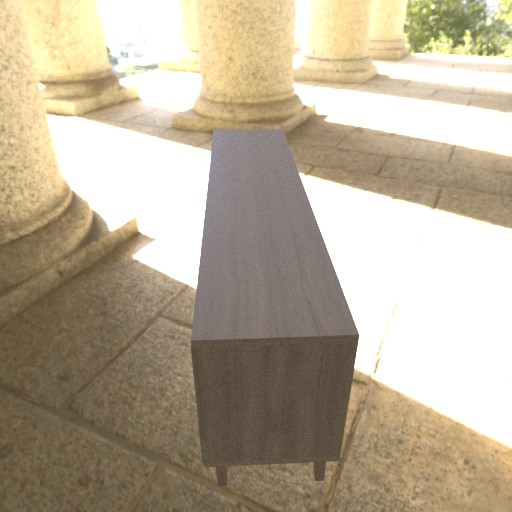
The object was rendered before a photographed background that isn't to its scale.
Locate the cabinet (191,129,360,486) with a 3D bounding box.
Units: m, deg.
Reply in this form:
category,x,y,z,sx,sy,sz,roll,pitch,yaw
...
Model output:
category,x,y,z,sx,sy,sz,roll,pitch,yaw
cabinet,0.000,0.000,2.434,0.499,0.779,2.198,-2,31,-3
